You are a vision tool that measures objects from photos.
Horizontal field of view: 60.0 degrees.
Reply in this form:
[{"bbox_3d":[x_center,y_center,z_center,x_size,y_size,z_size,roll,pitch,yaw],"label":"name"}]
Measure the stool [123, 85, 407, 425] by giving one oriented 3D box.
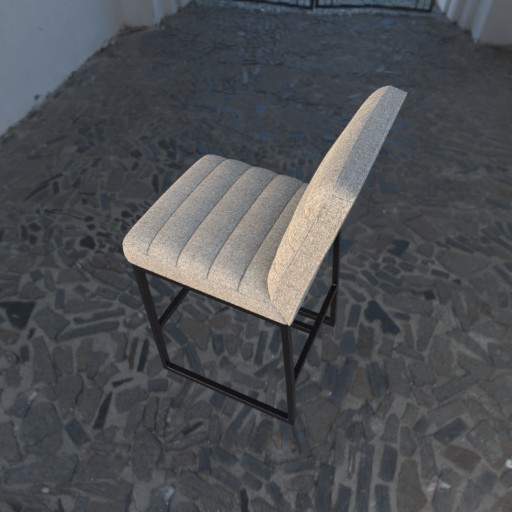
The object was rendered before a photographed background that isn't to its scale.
[{"bbox_3d":[0.000,0.000,1.275,0.560,0.940,0.460,18,49,17],"label":"stool"}]
